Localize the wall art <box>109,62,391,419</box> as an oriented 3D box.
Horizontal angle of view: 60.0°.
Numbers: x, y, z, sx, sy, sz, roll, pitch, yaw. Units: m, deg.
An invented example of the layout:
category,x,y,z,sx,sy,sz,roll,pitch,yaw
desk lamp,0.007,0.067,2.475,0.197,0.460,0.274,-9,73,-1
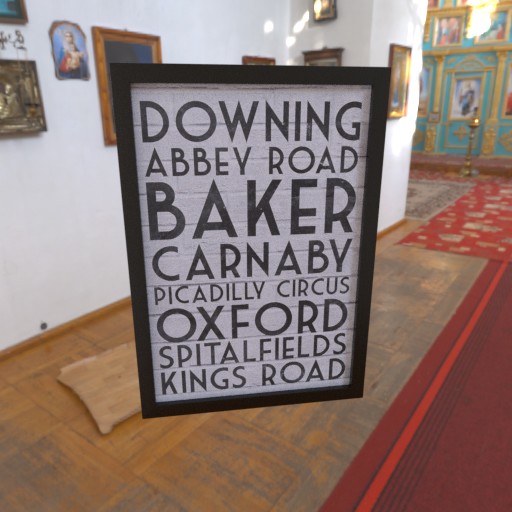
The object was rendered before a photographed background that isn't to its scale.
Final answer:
category,x,y,z,sx,sy,sz,roll,pitch,yaw
wall art,0.000,0.000,0.544,0.304,0.432,0.013,-3,18,-8
